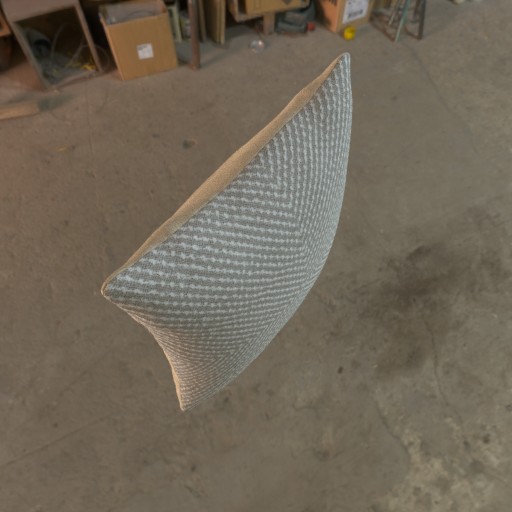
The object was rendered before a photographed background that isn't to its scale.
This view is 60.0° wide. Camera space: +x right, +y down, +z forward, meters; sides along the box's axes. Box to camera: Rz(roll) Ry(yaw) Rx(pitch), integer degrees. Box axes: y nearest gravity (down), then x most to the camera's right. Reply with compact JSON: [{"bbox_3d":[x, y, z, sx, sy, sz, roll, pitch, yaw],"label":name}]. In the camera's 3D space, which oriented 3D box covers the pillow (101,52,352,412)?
[{"bbox_3d":[0.000,0.000,0.701,0.181,0.458,0.459,32,64,18],"label":"pillow"}]
